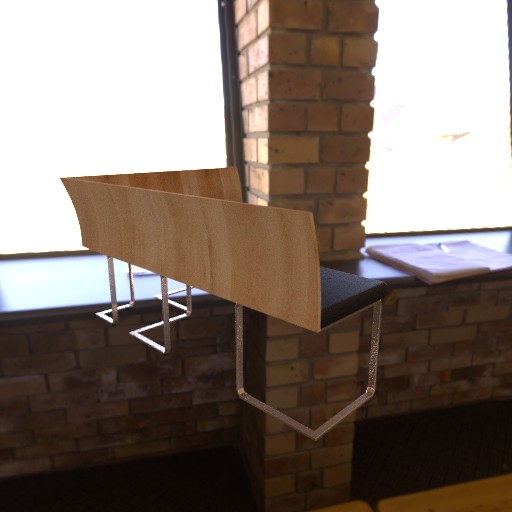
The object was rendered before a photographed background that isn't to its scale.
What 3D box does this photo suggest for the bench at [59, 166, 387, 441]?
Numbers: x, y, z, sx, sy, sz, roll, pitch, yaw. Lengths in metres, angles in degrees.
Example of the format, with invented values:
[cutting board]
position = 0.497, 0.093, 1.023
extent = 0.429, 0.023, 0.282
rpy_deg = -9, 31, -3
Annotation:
[bench]
position = 0.000, 0.000, 2.716
extent = 1.945, 0.930, 1.495
rpy_deg = 14, 20, 43
